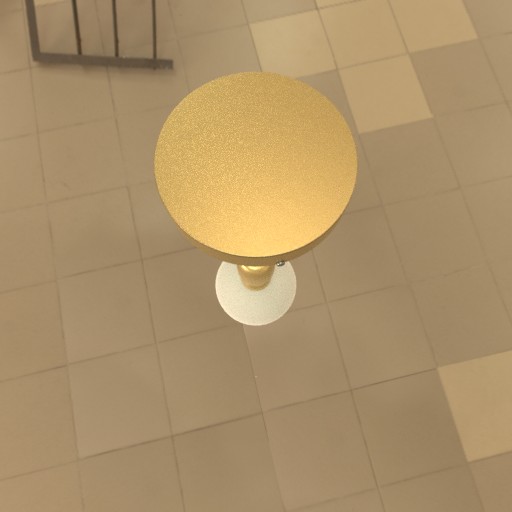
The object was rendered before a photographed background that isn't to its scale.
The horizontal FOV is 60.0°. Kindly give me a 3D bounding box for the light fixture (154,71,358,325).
[{"bbox_3d":[0.000,0.000,0.556,0.147,0.510,0.146,-13,75,-4],"label":"light fixture"}]
